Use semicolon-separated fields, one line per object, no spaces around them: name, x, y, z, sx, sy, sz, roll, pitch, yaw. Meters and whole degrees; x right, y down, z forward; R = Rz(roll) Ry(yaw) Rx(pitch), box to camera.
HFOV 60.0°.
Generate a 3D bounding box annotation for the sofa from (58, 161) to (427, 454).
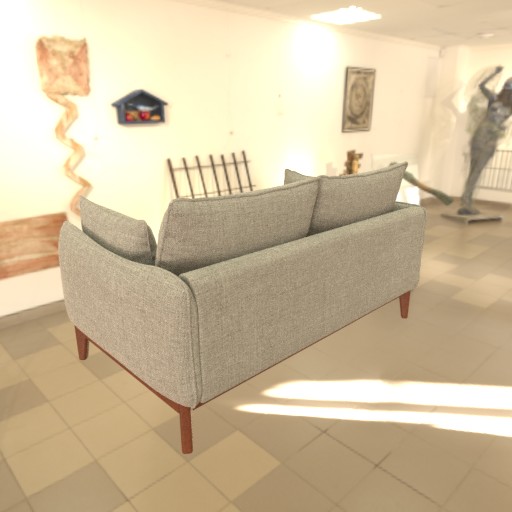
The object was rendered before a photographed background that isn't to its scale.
sofa;0.000;0.000;2.128;1.580;0.851;0.972;-17;25;-41
